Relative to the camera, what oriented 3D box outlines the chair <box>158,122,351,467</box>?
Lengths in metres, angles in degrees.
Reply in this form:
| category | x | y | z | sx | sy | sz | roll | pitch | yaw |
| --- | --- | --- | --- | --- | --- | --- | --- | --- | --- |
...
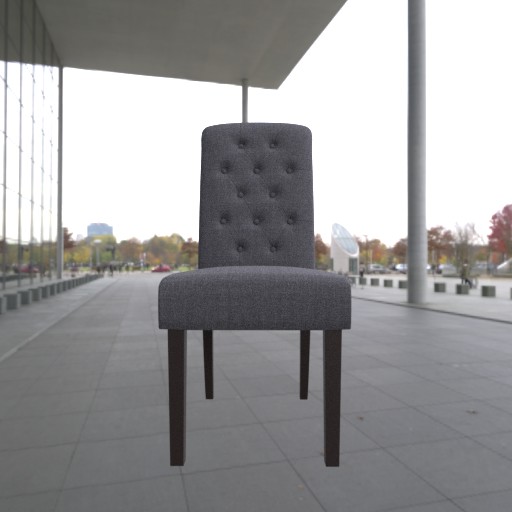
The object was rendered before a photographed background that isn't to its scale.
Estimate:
| category | x | y | z | sx | sy | sz | roll | pitch | yaw |
| --- | --- | --- | --- | --- | --- | --- | --- | --- | --- |
| chair | 0.000 | 0.000 | 1.377 | 0.456 | 1.006 | 0.671 | 0 | -1 | 1 |
